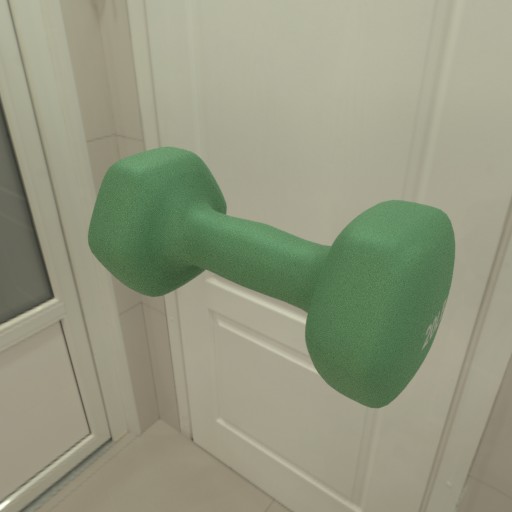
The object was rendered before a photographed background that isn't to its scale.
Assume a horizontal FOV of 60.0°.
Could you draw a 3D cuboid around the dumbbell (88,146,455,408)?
[{"bbox_3d":[0.000,0.000,0.323,0.260,0.117,0.129,20,35,32],"label":"dumbbell"}]
